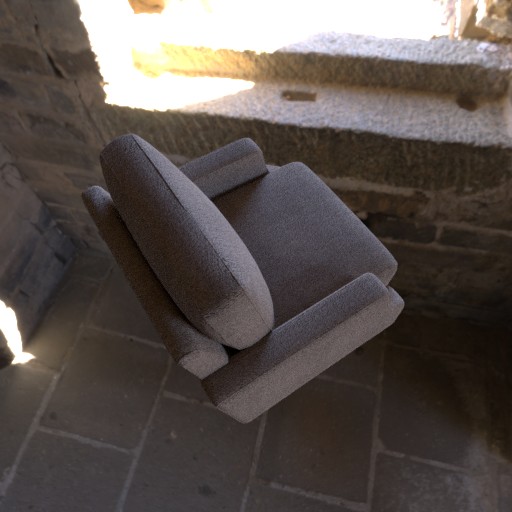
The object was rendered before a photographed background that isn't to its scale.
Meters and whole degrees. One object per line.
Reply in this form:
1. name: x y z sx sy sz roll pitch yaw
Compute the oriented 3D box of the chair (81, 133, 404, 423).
1. chair: 0.000 0.000 1.640 0.897 0.993 0.855 -29 63 -17
